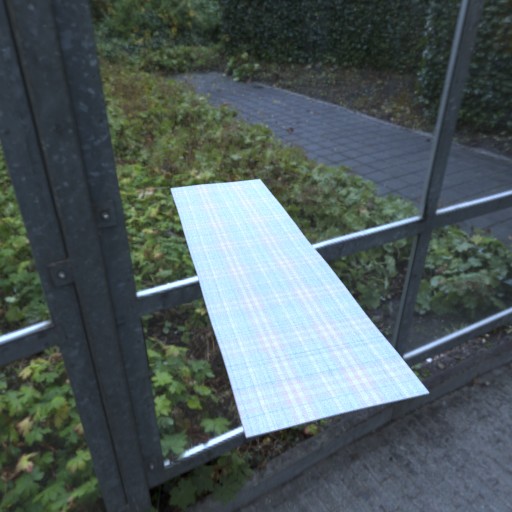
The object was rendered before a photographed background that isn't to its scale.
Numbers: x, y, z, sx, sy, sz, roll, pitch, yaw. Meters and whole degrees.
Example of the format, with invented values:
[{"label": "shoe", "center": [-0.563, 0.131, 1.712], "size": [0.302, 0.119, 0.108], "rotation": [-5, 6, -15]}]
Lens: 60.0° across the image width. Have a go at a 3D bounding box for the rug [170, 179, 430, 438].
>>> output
[{"label": "rug", "center": [0.000, 0.000, 2.696], "size": [0.762, 0.013, 2.439], "rotation": [-8, 32, -13]}]
